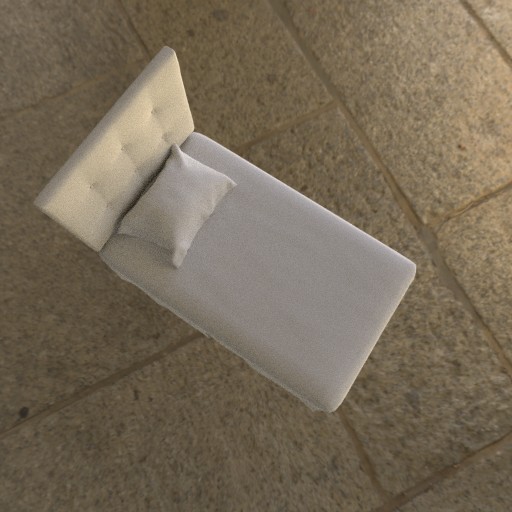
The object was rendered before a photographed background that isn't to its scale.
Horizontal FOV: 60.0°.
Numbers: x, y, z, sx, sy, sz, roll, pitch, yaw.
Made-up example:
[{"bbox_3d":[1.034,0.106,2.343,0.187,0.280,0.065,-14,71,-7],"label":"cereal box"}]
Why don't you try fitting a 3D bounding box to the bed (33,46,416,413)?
[{"bbox_3d":[0.000,0.000,2.960,1.997,1.571,1.261,33,78,8],"label":"bed"}]
